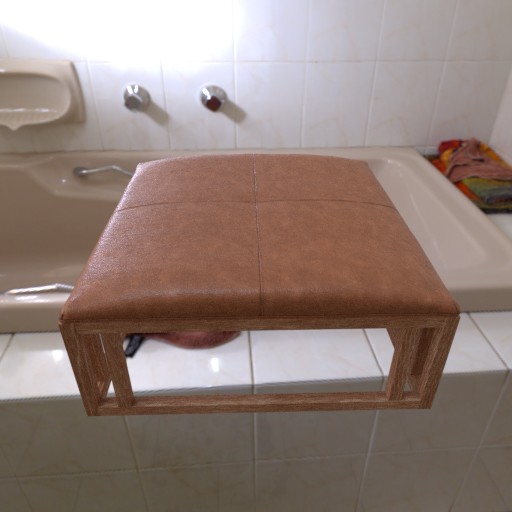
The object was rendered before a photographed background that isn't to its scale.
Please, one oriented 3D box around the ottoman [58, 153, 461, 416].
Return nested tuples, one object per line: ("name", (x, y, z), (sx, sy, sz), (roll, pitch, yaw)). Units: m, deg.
("ottoman", (0.000, 0.000, 1.604), (1.013, 0.442, 1.016), (-1, 33, -1))
